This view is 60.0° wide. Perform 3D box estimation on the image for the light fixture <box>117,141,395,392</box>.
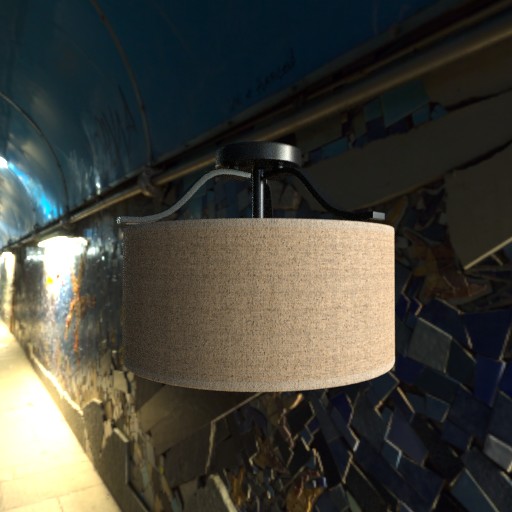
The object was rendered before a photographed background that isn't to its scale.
[{"bbox_3d":[0.000,0.000,0.652,0.390,0.306,0.390,0,-1,0],"label":"light fixture"}]
